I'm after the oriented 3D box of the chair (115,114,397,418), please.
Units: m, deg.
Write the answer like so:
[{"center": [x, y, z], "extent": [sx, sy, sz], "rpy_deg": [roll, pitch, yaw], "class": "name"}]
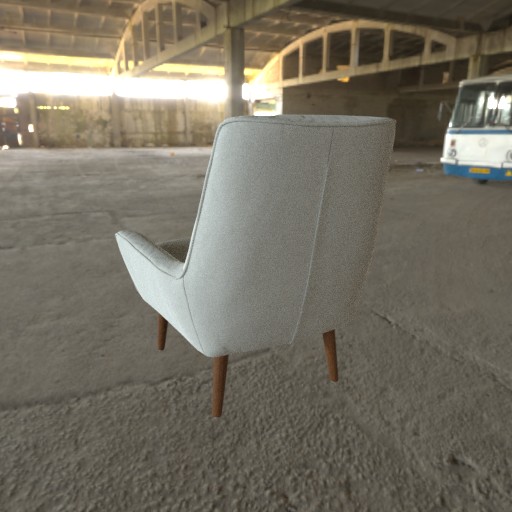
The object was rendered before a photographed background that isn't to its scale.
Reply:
[{"center": [0.000, 0.000, 1.491], "extent": [0.787, 0.888, 0.822], "rpy_deg": [-8, 18, -26], "class": "chair"}]
